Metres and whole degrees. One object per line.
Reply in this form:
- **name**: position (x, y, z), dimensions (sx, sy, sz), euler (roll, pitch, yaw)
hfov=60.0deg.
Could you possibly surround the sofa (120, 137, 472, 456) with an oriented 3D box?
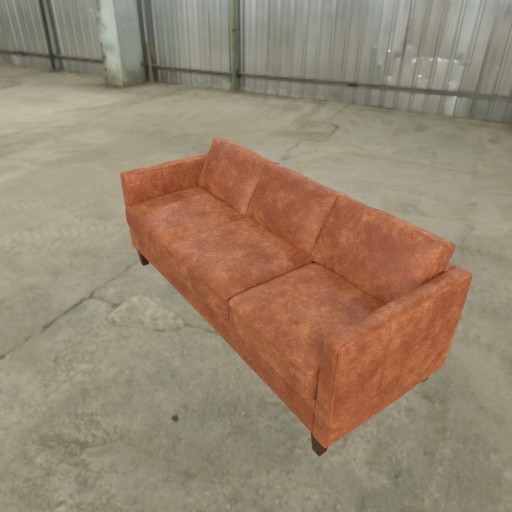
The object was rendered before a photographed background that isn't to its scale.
- **sofa**: position (0.000, 0.000, 3.035), dimensions (1.045, 1.006, 2.464), euler (-21, 37, -30)
